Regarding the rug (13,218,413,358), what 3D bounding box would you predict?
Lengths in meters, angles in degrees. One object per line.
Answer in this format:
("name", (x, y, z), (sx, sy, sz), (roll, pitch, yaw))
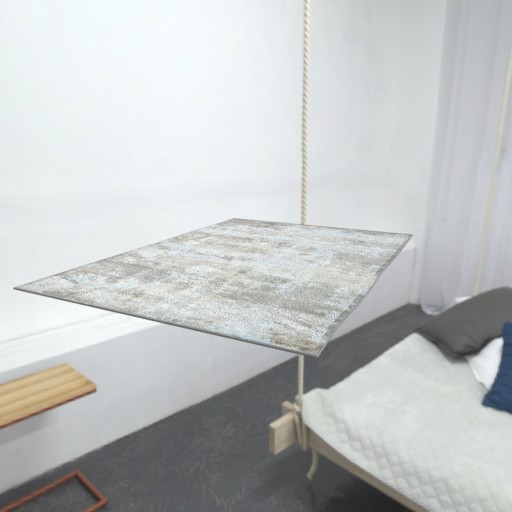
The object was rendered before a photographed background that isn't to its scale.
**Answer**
("rug", (0.000, 0.000, 4.207), (2.393, 0.013, 3.307), (7, 17, 26))
